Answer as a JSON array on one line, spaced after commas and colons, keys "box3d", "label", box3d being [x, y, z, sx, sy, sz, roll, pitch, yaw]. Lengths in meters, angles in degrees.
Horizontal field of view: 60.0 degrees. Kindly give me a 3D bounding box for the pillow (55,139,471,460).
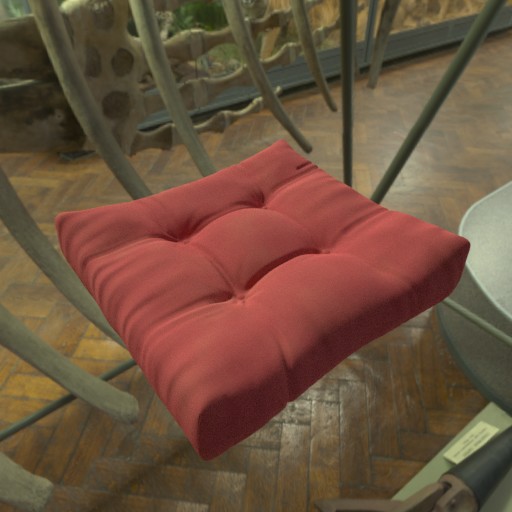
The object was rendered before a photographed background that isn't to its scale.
[{"box3d": [0.000, 0.000, 0.713, 0.490, 0.128, 0.468, -26, 46, -28], "label": "pillow"}]
